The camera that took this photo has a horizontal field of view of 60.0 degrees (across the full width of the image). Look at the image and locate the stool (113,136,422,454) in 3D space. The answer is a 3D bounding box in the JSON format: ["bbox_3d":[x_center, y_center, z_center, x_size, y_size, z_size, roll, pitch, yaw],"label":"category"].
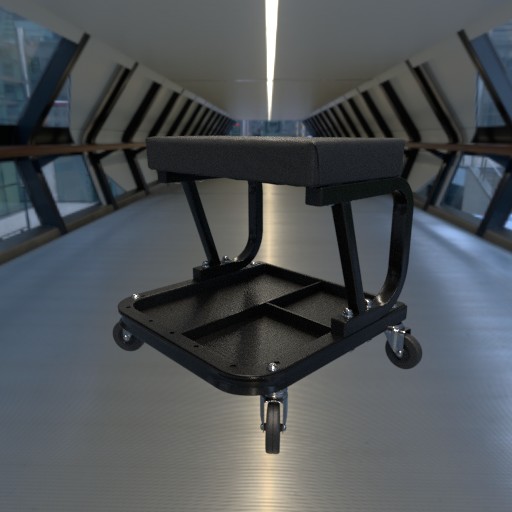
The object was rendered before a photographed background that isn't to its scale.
[{"bbox_3d":[0.000,0.000,0.733,0.371,0.380,0.446,-15,22,-42],"label":"stool"}]
